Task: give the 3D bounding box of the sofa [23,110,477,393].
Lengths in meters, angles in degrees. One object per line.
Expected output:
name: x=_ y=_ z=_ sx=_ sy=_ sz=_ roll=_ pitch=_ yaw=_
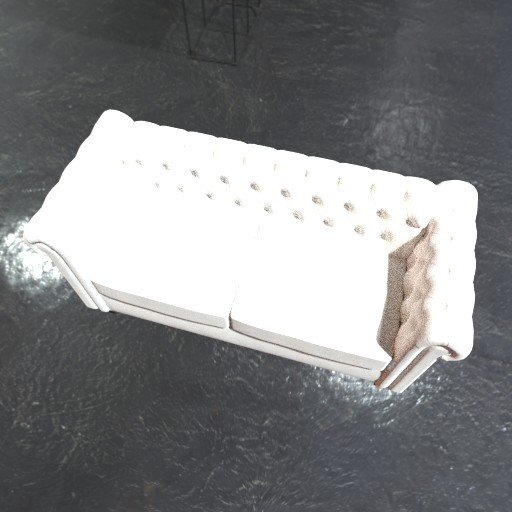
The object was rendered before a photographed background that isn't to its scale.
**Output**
sofa: x=0.000 y=0.000 z=2.144 sx=1.798 sy=0.796 sz=0.771 roll=14 pitch=60 yaw=8
